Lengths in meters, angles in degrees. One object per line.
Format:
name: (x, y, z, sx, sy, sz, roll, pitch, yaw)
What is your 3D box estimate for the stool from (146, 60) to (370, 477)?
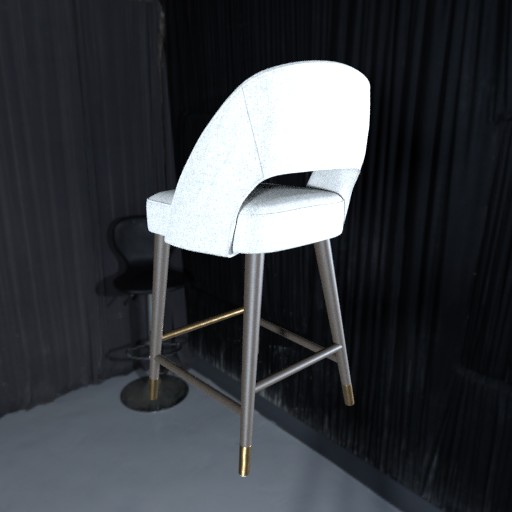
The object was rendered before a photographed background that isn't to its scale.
stool: (0.000, 0.000, 1.224, 0.494, 0.940, 0.509, -14, 21, -41)
